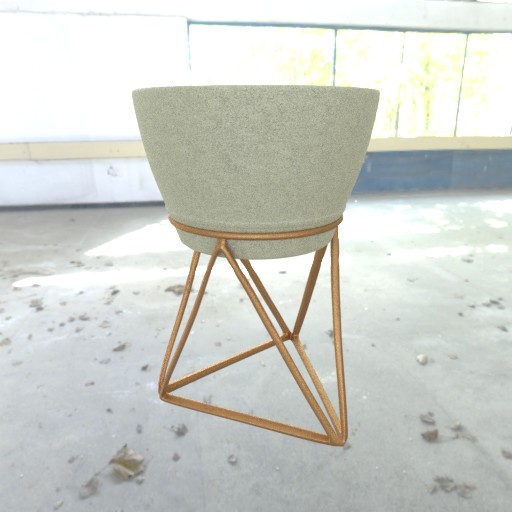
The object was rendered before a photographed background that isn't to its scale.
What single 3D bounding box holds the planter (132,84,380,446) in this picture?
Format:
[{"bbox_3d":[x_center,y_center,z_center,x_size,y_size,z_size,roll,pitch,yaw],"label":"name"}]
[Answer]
[{"bbox_3d":[0.000,0.000,0.723,0.350,0.504,0.350,-3,18,-9],"label":"planter"}]
